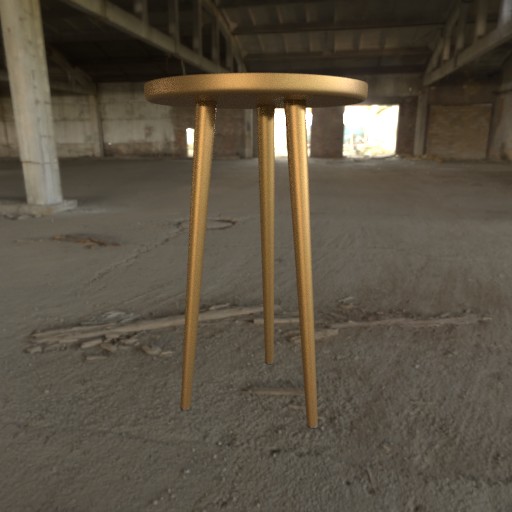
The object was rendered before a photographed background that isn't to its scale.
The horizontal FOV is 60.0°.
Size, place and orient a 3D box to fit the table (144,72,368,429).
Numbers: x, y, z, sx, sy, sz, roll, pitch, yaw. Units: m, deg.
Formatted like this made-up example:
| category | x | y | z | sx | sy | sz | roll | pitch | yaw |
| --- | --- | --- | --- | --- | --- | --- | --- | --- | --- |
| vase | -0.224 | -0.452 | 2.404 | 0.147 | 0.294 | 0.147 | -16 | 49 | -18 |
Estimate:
| category | x | y | z | sx | sy | sz | roll | pitch | yaw |
| --- | --- | --- | --- | --- | --- | --- | --- | --- | --- |
| table | 0.000 | 0.000 | 0.671 | 0.299 | 0.480 | 0.299 | 3 | 15 | 10 |
